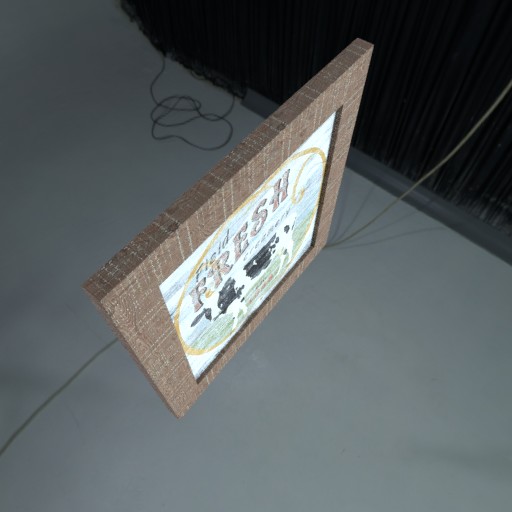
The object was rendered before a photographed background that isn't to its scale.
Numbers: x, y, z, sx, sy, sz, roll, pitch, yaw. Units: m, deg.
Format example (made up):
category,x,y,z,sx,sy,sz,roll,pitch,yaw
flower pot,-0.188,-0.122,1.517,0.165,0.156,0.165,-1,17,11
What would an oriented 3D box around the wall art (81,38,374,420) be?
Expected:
category,x,y,z,sx,sy,sz,roll,pitch,yaw
wall art,0.000,0.000,0.771,0.029,0.531,0.531,33,64,19
